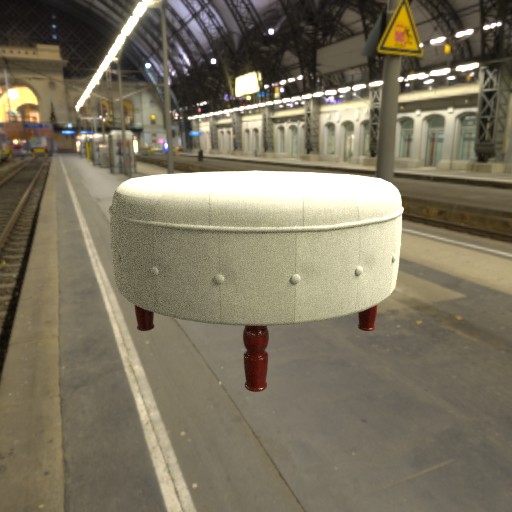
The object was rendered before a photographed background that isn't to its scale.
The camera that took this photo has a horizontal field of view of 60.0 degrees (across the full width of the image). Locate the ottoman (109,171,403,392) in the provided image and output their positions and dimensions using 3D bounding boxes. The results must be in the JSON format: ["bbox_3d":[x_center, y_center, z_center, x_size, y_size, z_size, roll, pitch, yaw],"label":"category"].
[{"bbox_3d":[0.000,0.000,1.381,0.850,0.483,0.850,0,14,0],"label":"ottoman"}]
